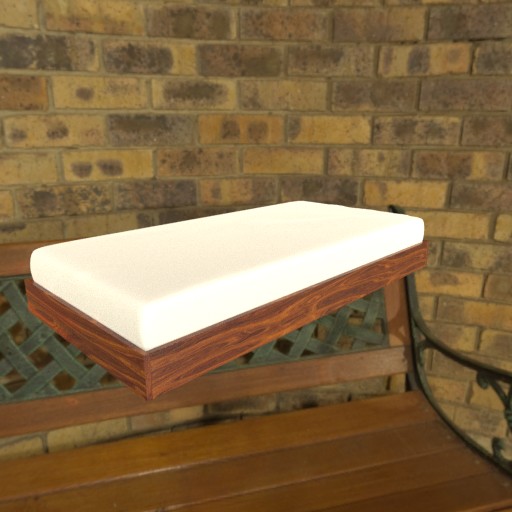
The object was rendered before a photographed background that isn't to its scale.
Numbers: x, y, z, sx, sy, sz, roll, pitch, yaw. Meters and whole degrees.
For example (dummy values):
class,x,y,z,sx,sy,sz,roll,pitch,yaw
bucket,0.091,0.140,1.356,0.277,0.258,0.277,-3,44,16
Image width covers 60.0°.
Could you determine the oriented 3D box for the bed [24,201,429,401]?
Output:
class,x,y,z,sx,sy,sz,roll,pitch,yaw
bed,0.000,0.000,2.205,0.940,0.312,1.860,15,22,42
